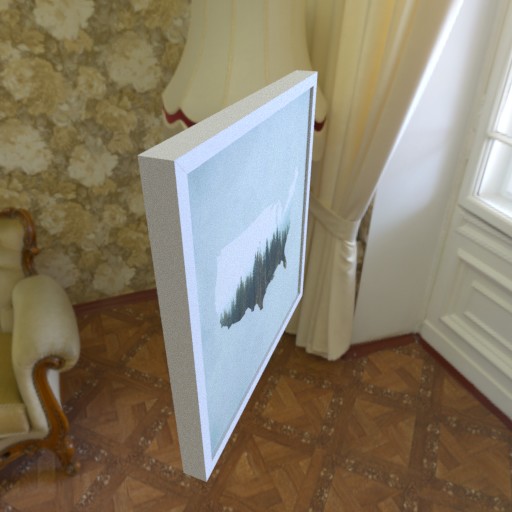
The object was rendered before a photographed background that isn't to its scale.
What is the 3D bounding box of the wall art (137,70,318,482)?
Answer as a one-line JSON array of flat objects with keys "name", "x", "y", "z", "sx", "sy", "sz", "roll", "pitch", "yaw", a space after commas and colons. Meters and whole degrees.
[{"name": "wall art", "x": 0.000, "y": 0.000, "z": 0.448, "sx": 0.024, "sy": 0.304, "sz": 0.304, "roll": 12, "pitch": 34, "yaw": 18}]
